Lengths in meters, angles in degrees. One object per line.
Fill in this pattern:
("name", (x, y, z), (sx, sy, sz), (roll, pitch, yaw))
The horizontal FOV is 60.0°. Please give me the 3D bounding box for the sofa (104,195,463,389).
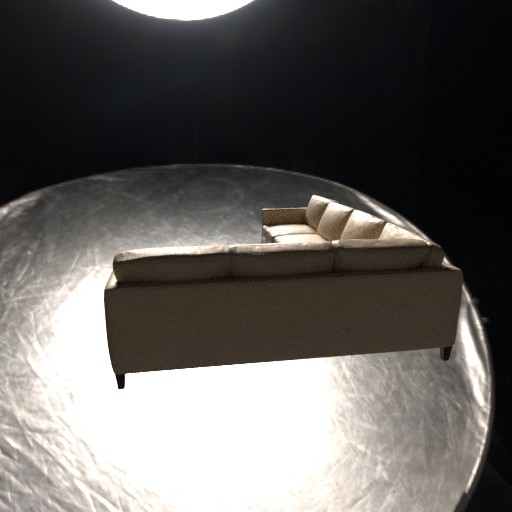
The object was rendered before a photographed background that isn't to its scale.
("sofa", (0.000, 0.000, 4.652), (2.593, 0.947, 3.302), (-2, 15, -9))
